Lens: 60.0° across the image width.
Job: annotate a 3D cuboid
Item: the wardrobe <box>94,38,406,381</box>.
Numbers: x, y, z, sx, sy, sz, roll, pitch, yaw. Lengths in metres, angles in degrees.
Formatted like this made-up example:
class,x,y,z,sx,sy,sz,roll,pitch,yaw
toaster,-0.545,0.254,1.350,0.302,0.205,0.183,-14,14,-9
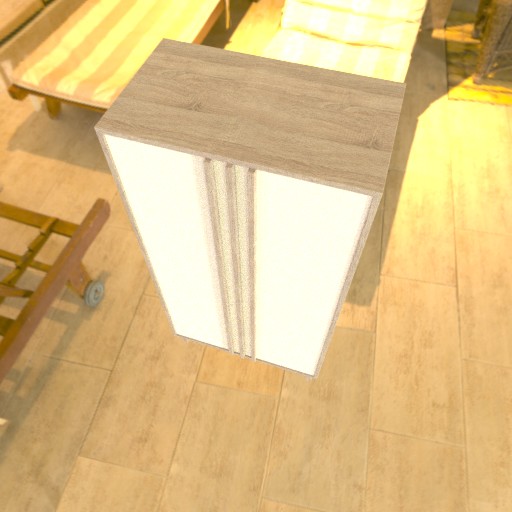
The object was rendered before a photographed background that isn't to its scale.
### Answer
class,x,y,z,sx,sy,sz,roll,pitch,yaw
wardrobe,0.000,0.000,2.415,1.000,1.960,0.600,15,58,10
